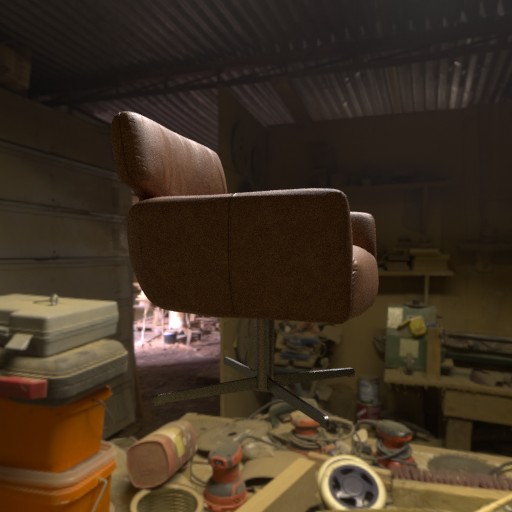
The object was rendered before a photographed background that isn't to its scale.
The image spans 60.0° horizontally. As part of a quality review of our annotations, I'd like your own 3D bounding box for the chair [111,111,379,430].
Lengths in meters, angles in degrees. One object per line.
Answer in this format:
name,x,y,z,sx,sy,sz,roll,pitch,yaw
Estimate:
chair,0.000,0.000,1.353,0.715,0.812,0.706,0,1,20
